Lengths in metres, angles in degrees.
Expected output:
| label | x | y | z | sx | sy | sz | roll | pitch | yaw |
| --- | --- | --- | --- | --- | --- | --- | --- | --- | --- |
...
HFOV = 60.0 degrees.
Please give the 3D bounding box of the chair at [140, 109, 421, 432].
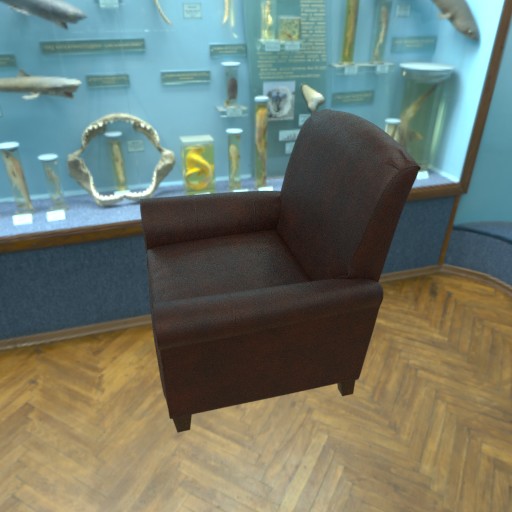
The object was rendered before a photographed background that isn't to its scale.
| label | x | y | z | sx | sy | sz | roll | pitch | yaw |
| --- | --- | --- | --- | --- | --- | --- | --- | --- | --- |
| chair | 0.000 | 0.000 | 1.829 | 0.902 | 1.061 | 0.978 | -8 | 32 | -13 |
